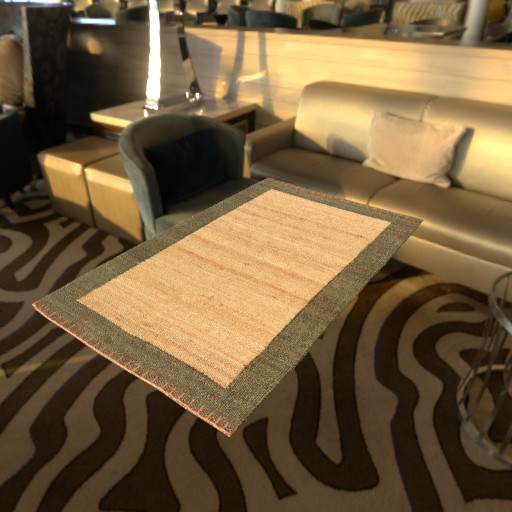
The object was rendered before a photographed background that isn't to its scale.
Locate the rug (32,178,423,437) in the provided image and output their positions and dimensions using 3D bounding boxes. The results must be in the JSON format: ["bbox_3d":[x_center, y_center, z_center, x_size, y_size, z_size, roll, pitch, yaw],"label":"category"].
[{"bbox_3d":[0.000,0.000,3.017,1.521,0.006,2.435,21,37,30],"label":"rug"}]
